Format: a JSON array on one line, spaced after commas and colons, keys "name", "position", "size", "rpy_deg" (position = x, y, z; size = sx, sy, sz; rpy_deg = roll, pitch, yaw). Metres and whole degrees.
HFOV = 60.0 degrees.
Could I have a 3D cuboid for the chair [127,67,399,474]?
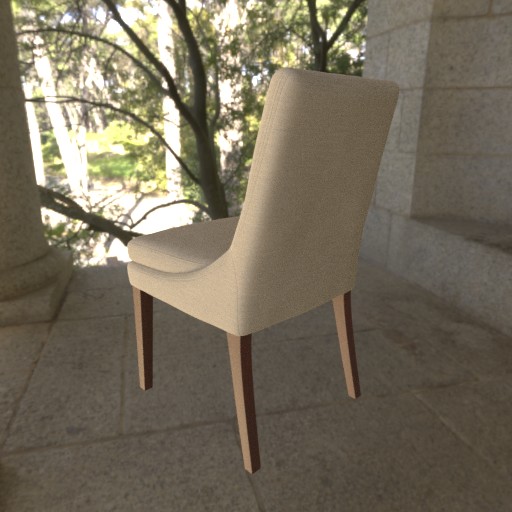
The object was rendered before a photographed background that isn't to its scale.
[{"name": "chair", "position": [0.000, 0.000, 1.285], "size": [0.515, 0.940, 0.638], "rpy_deg": [-15, 23, -42]}]
